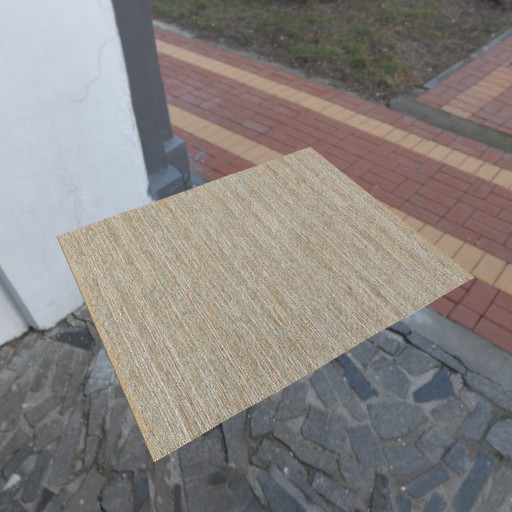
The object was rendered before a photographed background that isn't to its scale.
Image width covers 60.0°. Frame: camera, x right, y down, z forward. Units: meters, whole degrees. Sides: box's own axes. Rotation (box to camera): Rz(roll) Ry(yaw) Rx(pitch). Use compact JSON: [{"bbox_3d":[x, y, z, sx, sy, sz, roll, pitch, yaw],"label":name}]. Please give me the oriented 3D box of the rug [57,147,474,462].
[{"bbox_3d":[0.000,0.000,4.117,3.034,0.012,2.471,-24,51,-21],"label":"rug"}]
